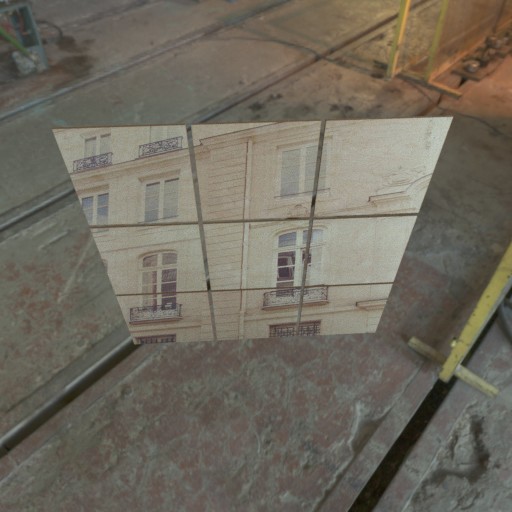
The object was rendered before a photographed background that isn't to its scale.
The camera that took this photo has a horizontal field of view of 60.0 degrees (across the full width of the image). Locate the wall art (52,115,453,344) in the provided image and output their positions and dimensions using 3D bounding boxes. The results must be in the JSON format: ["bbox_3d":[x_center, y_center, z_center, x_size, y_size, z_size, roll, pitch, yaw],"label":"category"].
[{"bbox_3d":[0.000,0.000,2.251,1.526,1.522,0.023,-2,48,-2],"label":"wall art"}]
